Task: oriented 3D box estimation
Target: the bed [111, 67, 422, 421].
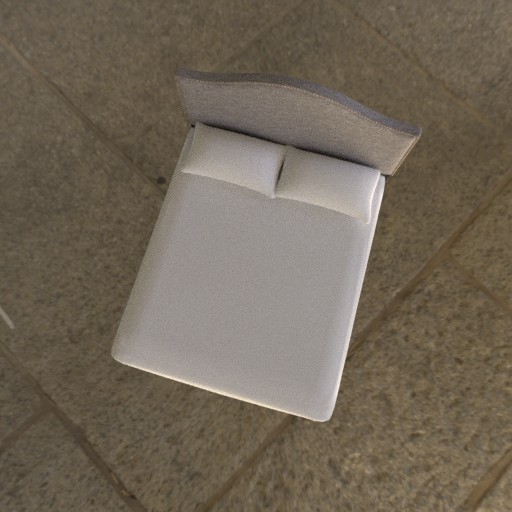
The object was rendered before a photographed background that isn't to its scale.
[{"bbox_3d":[0.000,0.000,2.975,1.610,1.295,1.870,15,76,4],"label":"bed"}]
